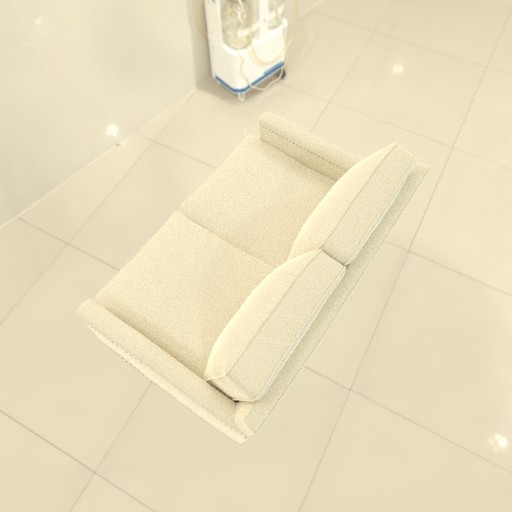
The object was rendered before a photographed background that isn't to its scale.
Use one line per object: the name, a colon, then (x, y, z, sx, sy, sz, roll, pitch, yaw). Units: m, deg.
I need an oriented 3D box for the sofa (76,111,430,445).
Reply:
sofa: (0.000, 0.000, 2.346, 1.084, 1.003, 1.597, 32, 66, 16)
